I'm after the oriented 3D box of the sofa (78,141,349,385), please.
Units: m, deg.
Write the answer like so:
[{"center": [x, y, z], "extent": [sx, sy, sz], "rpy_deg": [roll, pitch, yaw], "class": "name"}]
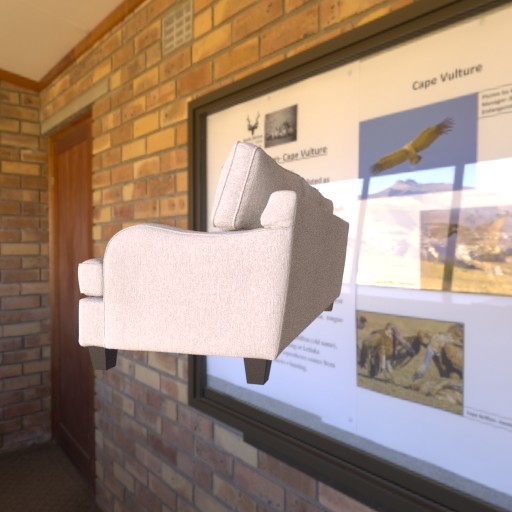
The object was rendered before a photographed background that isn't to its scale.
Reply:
[{"center": [0.000, 0.000, 2.922], "extent": [1.016, 0.991, 2.323], "rpy_deg": [0, 1, 17], "class": "sofa"}]
